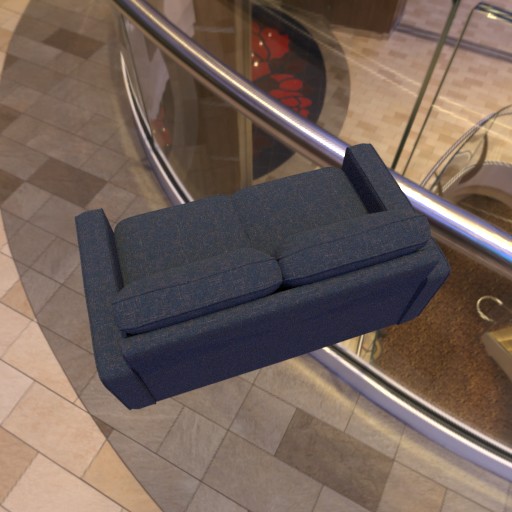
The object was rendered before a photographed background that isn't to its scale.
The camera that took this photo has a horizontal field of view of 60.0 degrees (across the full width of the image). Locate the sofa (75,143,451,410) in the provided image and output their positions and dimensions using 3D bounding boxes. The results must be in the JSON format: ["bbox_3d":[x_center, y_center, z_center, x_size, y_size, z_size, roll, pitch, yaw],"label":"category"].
[{"bbox_3d":[0.000,0.000,2.334,1.709,0.918,0.947,-16,60,-10],"label":"sofa"}]
